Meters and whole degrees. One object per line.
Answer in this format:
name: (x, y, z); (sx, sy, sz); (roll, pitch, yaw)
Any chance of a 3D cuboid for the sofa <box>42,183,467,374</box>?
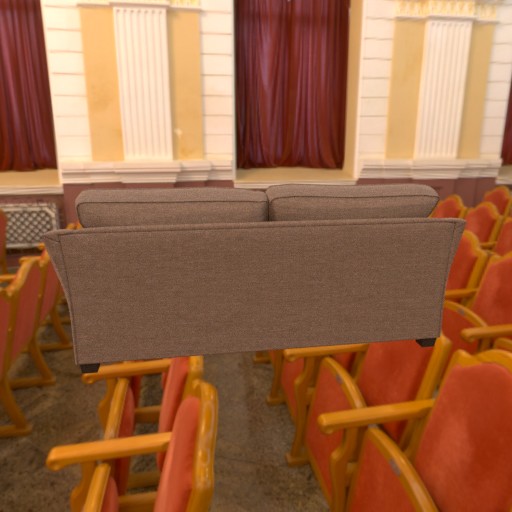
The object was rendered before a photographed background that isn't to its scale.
sofa: (0.000, 0.000, 2.819); (2.270, 0.965, 0.980); (-2, 15, -9)
